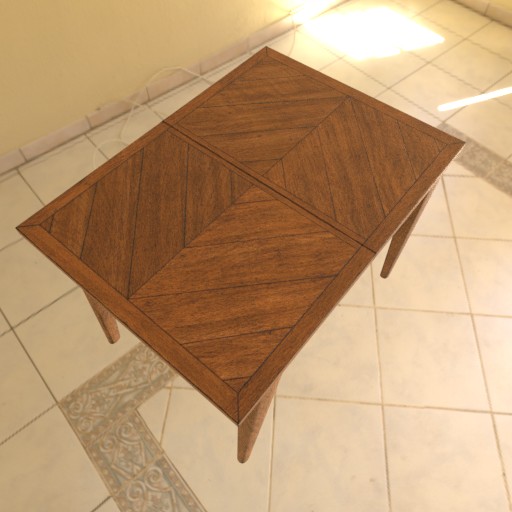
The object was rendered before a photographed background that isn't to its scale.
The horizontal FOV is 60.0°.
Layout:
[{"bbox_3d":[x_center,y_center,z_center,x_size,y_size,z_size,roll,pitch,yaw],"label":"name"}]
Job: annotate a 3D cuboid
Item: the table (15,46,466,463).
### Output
[{"bbox_3d":[0.000,0.000,1.541,0.757,0.760,1.027,35,64,20],"label":"table"}]
